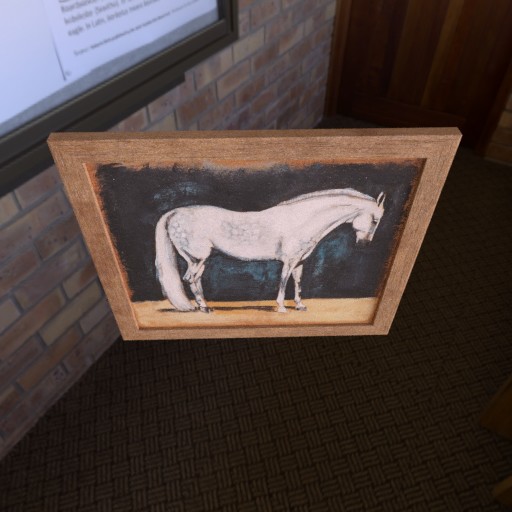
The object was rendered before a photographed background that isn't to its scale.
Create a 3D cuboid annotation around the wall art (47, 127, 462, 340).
[{"bbox_3d":[0.000,0.000,0.954,0.690,0.588,0.026,-1,46,-1],"label":"wall art"}]
